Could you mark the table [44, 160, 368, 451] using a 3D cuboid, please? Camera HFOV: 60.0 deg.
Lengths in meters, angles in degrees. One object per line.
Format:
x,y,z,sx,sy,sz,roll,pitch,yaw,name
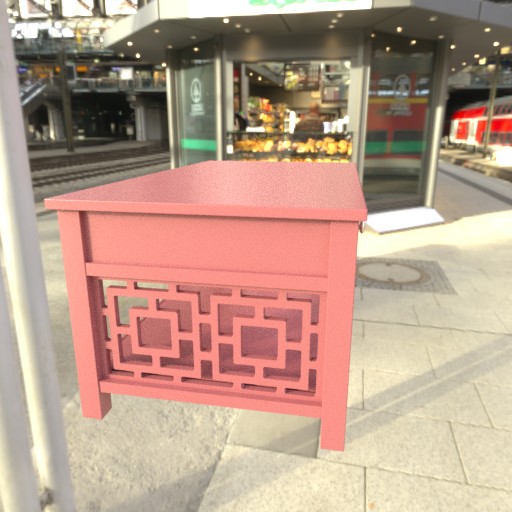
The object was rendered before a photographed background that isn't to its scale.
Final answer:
0.000,0.000,1.357,0.612,0.493,1.068,3,16,11,table
